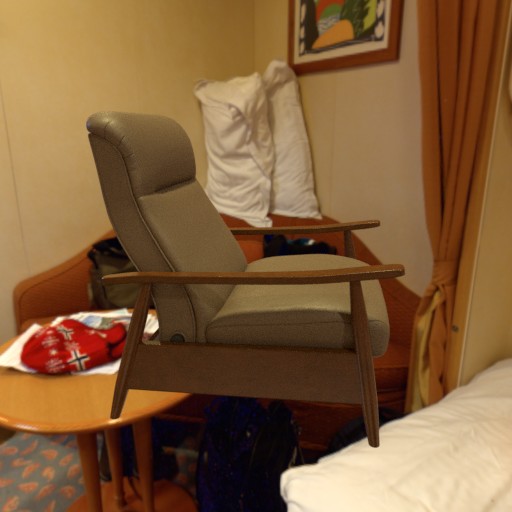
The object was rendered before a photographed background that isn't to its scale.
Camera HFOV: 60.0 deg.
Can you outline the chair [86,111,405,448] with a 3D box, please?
[{"bbox_3d":[0.000,0.000,1.754,1.014,1.082,0.762,3,16,9],"label":"chair"}]
